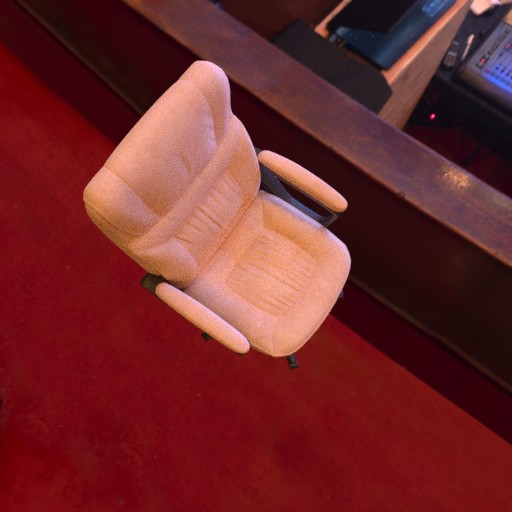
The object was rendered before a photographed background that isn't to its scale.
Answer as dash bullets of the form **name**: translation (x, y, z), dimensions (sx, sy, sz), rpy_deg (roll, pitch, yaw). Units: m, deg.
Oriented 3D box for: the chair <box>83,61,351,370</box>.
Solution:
- **chair**: translation (0.000, 0.000, 1.544), dimensions (0.724, 1.105, 0.667), rpy_deg (34, 77, 9)
